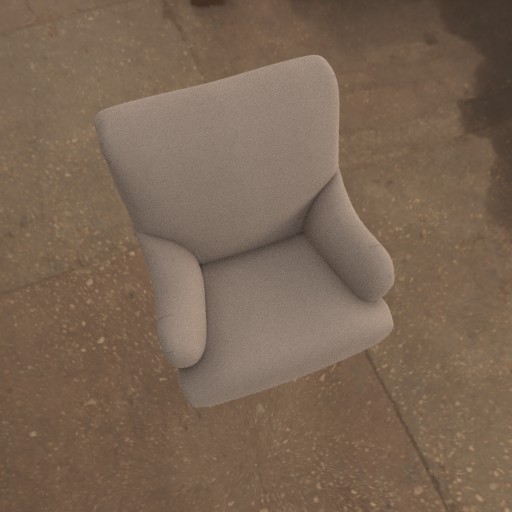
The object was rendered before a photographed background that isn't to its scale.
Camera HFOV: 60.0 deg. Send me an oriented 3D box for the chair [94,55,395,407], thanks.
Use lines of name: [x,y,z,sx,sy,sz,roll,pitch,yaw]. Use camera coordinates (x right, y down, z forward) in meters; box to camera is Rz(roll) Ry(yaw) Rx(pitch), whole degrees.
chair: [0.000,0.000,1.556,0.766,0.942,0.842,-18,66,-8]
